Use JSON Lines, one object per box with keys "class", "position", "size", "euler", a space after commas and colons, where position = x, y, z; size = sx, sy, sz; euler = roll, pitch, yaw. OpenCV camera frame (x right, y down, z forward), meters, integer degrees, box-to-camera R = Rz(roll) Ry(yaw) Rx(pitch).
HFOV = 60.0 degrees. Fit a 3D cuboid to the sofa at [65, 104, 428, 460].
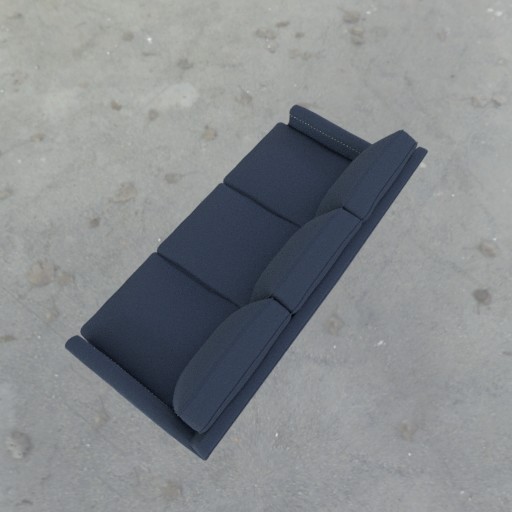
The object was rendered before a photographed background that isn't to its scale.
{"class": "sofa", "position": [0.000, 0.000, 2.787], "size": [1.084, 1.003, 2.246], "euler": [33, 67, 16]}
